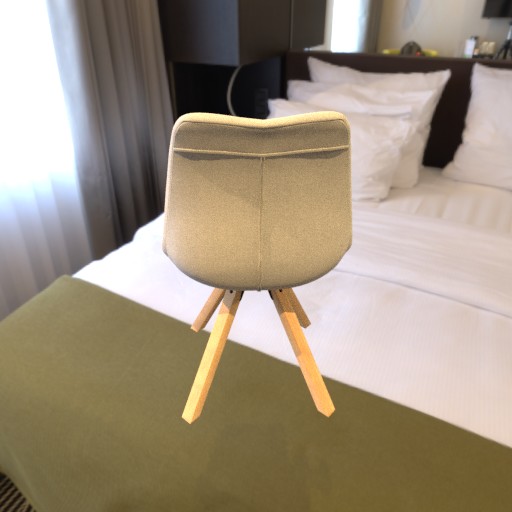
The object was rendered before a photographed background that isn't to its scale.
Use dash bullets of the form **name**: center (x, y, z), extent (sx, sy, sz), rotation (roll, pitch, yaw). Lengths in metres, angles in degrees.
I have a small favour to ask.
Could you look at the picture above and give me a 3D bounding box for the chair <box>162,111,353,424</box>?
- **chair**: center (0.000, 0.000, 1.195), extent (0.474, 0.863, 0.549), rotation (-1, 30, -2)
